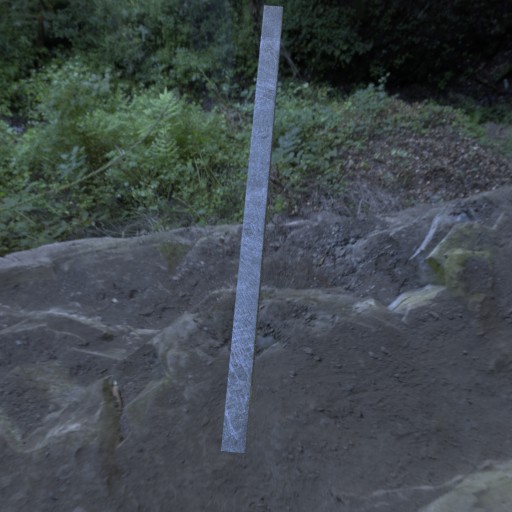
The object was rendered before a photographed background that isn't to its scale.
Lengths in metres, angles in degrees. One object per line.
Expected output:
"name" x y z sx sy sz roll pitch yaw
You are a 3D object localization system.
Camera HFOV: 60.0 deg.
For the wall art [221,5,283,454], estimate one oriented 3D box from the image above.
"wall art" 0.000 0.000 1.568 0.051 1.091 1.092 5 77 1
